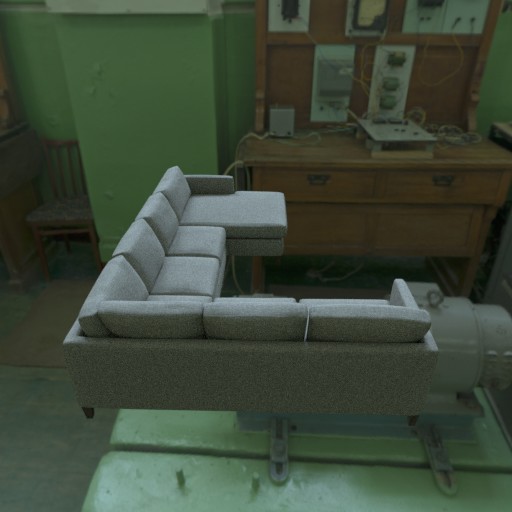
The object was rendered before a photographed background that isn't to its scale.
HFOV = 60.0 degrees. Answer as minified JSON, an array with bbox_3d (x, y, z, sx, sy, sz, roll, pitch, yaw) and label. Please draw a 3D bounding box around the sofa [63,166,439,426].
[{"bbox_3d":[0.000,0.000,4.575,2.593,0.959,3.460,1,30,1],"label":"sofa"}]
